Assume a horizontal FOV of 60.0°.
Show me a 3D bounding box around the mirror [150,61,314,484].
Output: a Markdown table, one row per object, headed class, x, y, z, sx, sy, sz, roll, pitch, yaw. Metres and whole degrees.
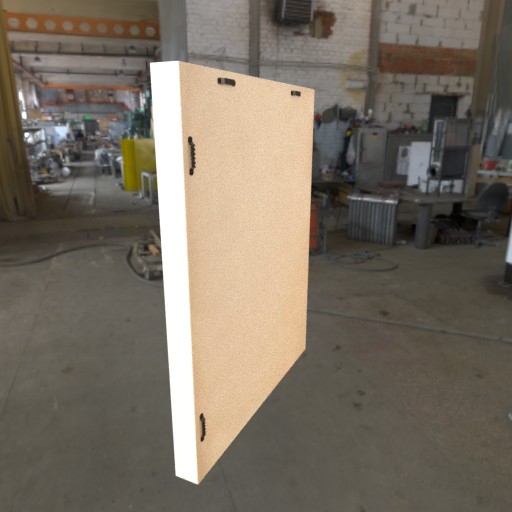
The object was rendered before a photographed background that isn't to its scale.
| class | x | y | z | sx | sy | sz | roll | pitch | yaw |
| --- | --- | --- | --- | --- | --- | --- | --- | --- | --- |
| mirror | 0.000 | 0.000 | 0.684 | 0.041 | 0.508 | 0.405 | 8 | 18 | 25 |
